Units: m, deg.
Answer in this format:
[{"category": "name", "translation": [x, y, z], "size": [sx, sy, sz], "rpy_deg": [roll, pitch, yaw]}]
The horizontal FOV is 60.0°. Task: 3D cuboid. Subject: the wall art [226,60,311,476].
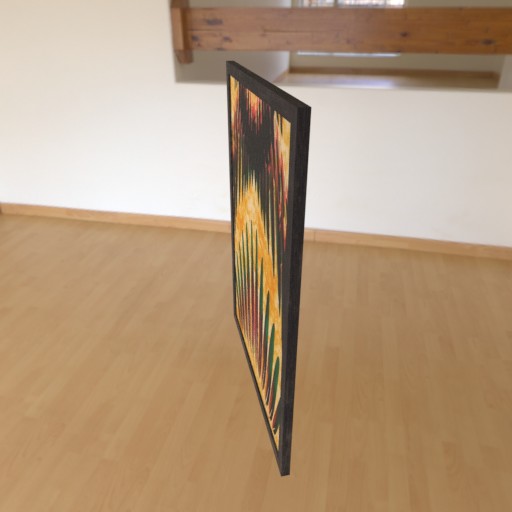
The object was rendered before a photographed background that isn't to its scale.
[{"category": "wall art", "translation": [0.000, 0.000, 1.413], "size": [0.029, 1.066, 0.812], "rpy_deg": [-6, 30, -11]}]
